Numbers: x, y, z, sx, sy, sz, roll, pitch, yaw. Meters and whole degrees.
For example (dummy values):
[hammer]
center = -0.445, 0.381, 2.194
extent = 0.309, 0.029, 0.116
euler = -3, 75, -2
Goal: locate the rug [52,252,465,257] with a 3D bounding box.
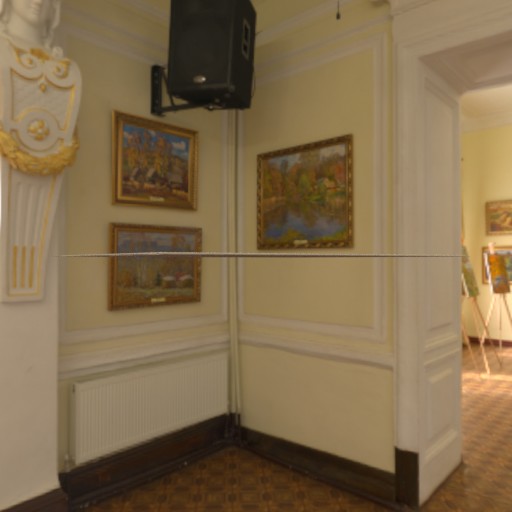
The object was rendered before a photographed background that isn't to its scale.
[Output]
[rug]
center = 0.000, 0.000, 4.088
extent = 3.051, 0.013, 2.380
euler = 0, -1, -35
